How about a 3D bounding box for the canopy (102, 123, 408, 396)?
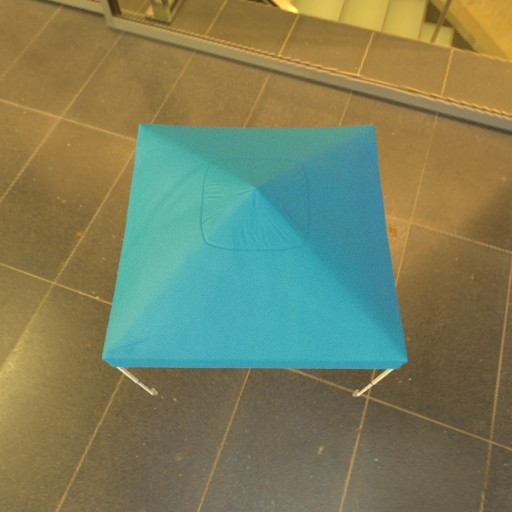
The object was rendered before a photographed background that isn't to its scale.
[{"bbox_3d":[0.000,0.000,5.610,2.998,2.997,2.996,0,64,0],"label":"canopy"}]
